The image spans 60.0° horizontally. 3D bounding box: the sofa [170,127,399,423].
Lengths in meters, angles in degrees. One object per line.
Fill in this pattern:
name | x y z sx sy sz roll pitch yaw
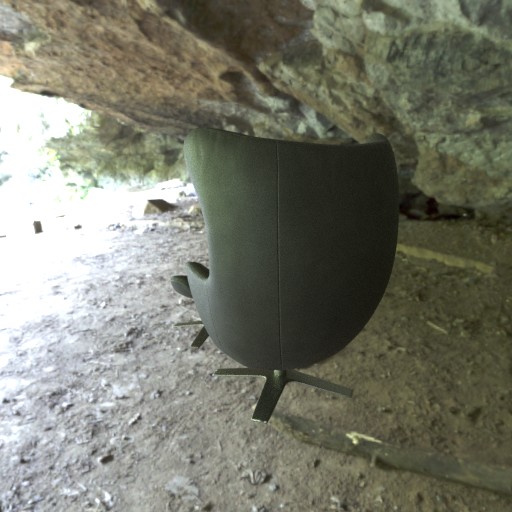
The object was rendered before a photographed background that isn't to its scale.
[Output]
sofa | 0.000 0.000 2.152 0.894 1.135 1.444 -6 14 -26
